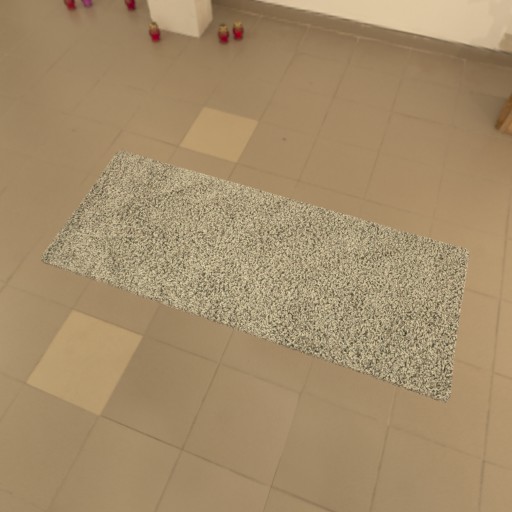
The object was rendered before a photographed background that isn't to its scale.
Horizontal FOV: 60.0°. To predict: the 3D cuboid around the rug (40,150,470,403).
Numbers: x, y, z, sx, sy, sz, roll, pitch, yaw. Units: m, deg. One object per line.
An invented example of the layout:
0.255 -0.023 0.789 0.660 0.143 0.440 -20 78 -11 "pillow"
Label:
0.000 0.000 1.690 1.524 0.030 0.609 17 60 10 "rug"
